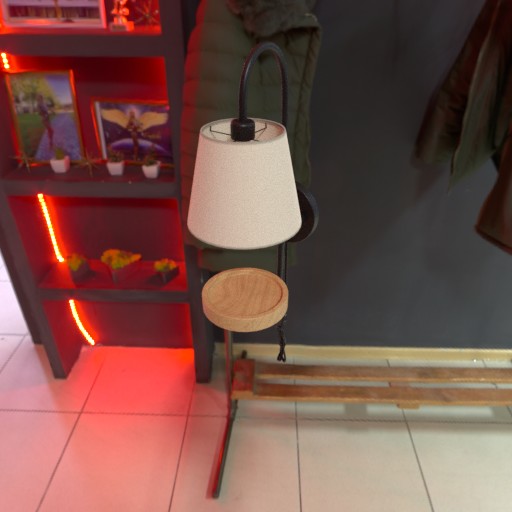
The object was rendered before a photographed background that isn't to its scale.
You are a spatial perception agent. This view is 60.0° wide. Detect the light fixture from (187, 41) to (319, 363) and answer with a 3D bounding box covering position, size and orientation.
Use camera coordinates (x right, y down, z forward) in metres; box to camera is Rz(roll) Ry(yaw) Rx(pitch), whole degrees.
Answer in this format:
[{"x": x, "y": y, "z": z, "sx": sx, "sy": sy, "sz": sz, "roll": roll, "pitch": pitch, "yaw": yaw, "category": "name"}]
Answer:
[{"x": 0.000, "y": 0.000, "z": 0.940, "sx": 0.220, "sy": 0.821, "sz": 0.299, "roll": 20, "pitch": 37, "yaw": 29, "category": "light fixture"}]
